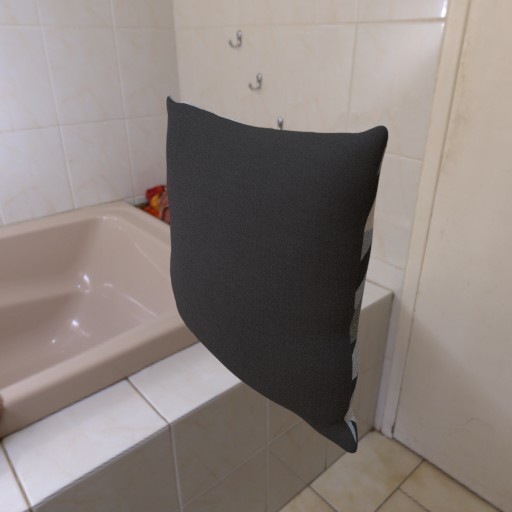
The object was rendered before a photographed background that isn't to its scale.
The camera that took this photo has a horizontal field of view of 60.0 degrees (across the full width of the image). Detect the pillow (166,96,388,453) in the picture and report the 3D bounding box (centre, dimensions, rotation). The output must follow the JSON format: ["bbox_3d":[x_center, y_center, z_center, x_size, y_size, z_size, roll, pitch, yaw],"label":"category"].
[{"bbox_3d":[0.000,0.000,0.759,0.208,0.496,0.503,-19,32,-34],"label":"pillow"}]
